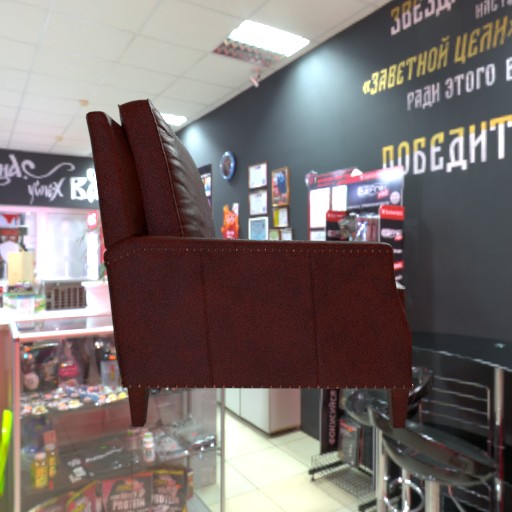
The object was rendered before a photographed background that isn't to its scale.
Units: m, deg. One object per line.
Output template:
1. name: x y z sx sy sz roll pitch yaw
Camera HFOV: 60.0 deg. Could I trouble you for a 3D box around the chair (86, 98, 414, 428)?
1. chair: 0.000 0.000 1.769 1.035 1.054 0.854 0 1 1
